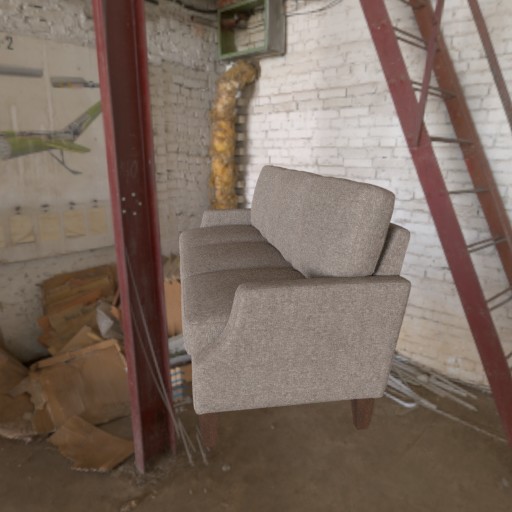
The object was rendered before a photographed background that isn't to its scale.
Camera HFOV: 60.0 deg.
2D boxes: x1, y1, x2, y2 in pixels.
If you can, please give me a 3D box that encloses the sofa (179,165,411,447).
[{"bbox_3d":[0.000,0.000,2.616,0.888,0.984,2.115,-2,14,-10],"label":"sofa"}]
